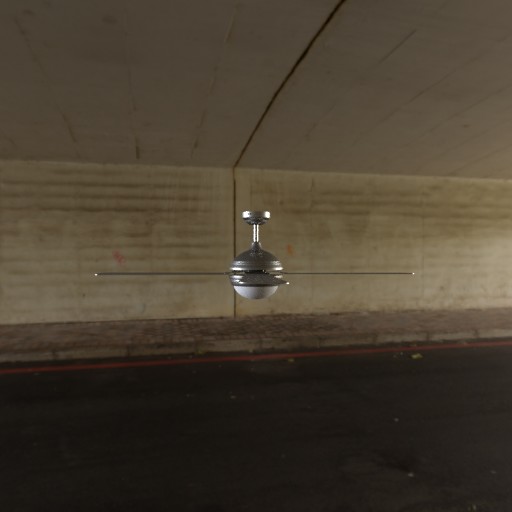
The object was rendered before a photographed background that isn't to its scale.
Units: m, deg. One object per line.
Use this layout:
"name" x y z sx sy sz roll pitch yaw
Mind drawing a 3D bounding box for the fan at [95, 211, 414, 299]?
"fan" 0.000 0.000 1.955 1.321 0.381 1.321 0 0 19
